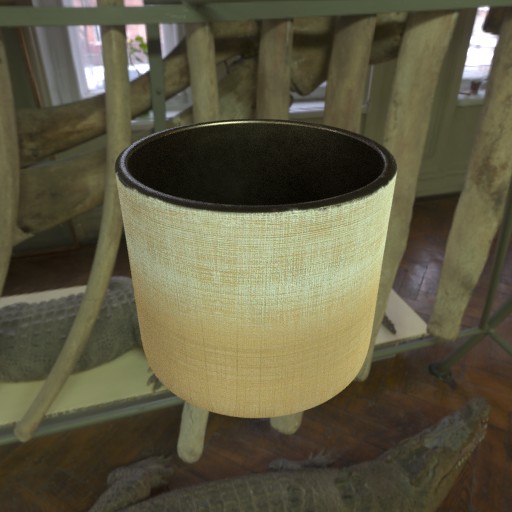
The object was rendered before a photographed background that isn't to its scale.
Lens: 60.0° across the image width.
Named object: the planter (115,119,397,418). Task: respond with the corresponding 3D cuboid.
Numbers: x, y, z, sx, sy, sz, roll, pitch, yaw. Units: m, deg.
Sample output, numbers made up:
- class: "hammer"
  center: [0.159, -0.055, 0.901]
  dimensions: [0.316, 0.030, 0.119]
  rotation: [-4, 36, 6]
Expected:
- class: "planter"
  center: [0.000, 0.000, 0.460]
  dimensions: [0.254, 0.221, 0.254]
  rotation: [0, 31, 0]
